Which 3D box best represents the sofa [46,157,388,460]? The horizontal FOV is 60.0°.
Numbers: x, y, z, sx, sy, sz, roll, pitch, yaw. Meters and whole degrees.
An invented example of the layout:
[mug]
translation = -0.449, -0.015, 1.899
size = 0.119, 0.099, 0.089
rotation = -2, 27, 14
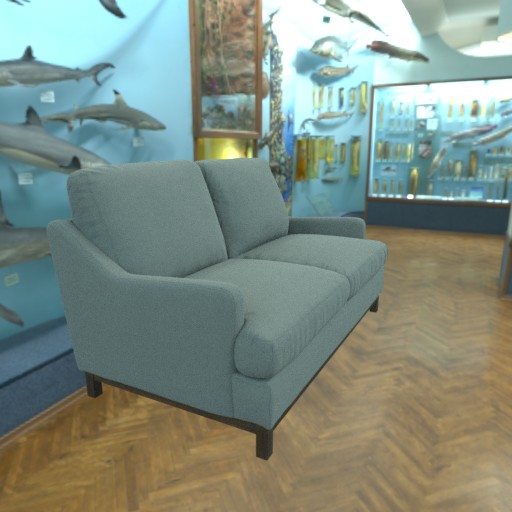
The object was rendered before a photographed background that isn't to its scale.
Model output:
[sofa]
translation = 0.000, 0.000, 2.173
size = 0.987, 0.921, 1.589
rotation = 7, 16, 27
